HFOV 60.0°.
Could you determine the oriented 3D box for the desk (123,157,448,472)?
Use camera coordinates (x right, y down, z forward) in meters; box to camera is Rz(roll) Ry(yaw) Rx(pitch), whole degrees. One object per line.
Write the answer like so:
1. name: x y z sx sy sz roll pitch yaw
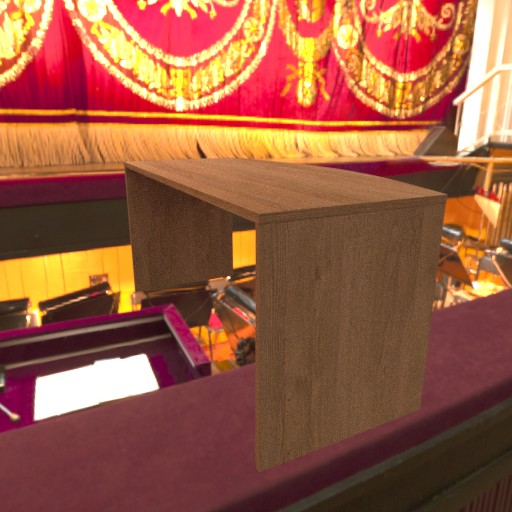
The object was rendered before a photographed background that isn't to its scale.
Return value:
1. desk: 0.000 0.000 2.013 0.802 0.752 1.600 -8 19 -26
